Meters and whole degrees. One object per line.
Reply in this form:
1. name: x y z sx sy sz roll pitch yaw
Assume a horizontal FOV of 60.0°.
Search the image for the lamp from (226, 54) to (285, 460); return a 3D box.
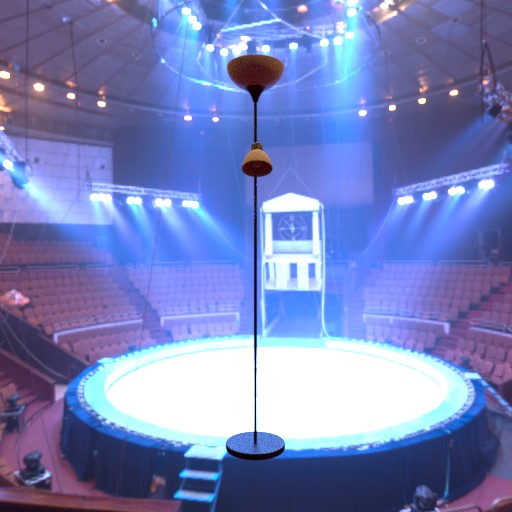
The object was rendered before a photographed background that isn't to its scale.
1. lamp: 0.000 0.000 2.016 0.279 1.804 0.442 0 -1 -2
